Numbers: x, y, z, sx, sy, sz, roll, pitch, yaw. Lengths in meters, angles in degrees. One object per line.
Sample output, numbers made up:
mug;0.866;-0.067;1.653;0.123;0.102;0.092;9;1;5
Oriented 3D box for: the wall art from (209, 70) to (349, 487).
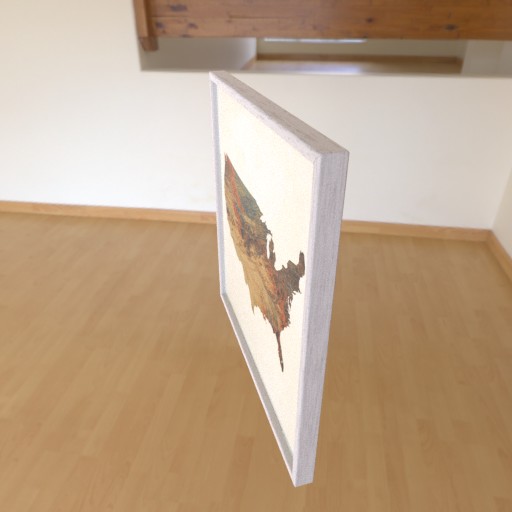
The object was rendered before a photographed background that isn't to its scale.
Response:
wall art;0.000;0.000;1.880;0.078;1.288;1.287;-9;32;-14
